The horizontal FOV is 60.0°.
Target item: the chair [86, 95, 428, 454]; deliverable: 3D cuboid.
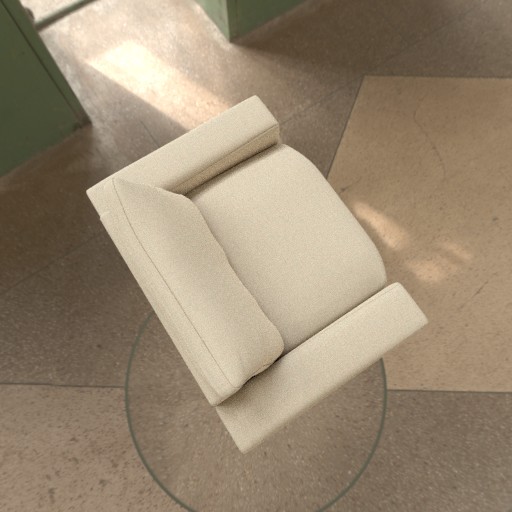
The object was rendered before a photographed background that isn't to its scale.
[{"bbox_3d":[0.000,0.000,2.124,1.039,0.915,1.398,-32,77,-9],"label":"chair"}]
